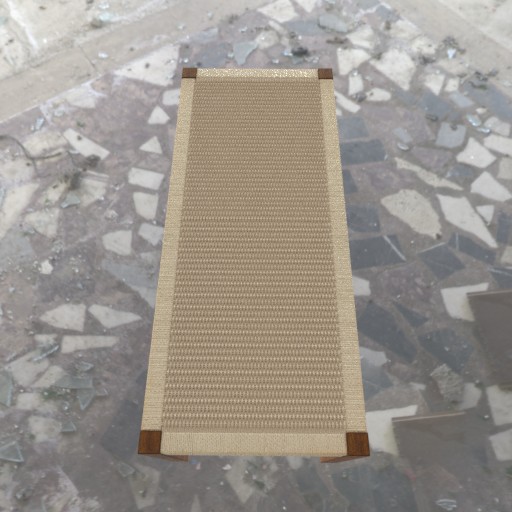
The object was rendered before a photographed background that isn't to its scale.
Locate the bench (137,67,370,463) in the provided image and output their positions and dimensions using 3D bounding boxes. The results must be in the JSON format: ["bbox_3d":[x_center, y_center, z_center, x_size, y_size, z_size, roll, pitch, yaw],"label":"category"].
[{"bbox_3d":[0.000,0.000,1.436,0.507,0.457,1.198,0,63,0],"label":"bench"}]
